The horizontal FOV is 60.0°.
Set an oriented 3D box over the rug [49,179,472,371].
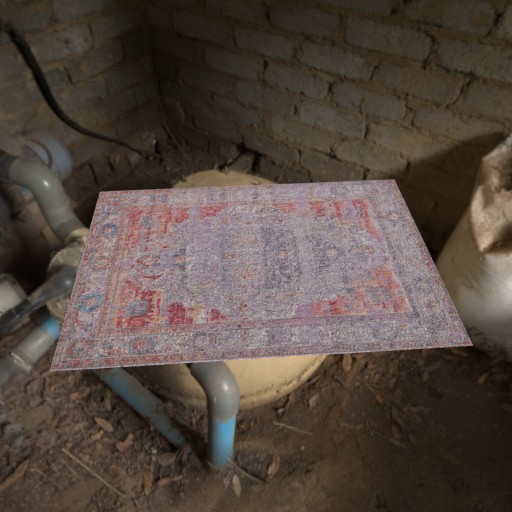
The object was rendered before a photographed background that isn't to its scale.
[{"bbox_3d":[0.000,0.000,2.328,1.829,0.005,1.219,-3,46,-3],"label":"rug"}]
